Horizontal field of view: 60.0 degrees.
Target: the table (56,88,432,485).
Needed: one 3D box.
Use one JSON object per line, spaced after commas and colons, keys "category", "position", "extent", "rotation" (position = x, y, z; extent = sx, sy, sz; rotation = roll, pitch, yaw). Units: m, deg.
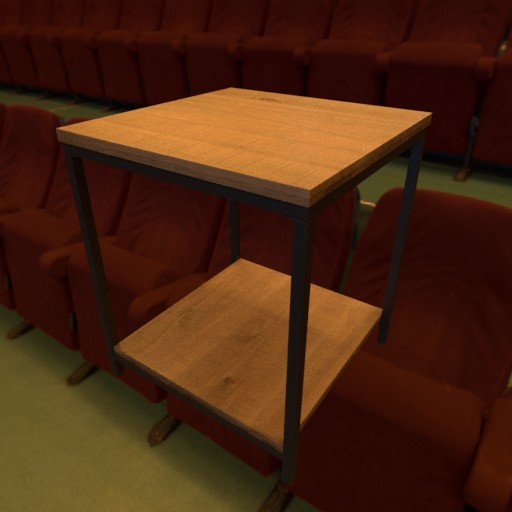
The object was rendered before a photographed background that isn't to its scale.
{"category": "table", "position": [0.000, 0.000, 0.979], "extent": [0.507, 0.589, 0.503], "rotation": [19, 35, 30]}
